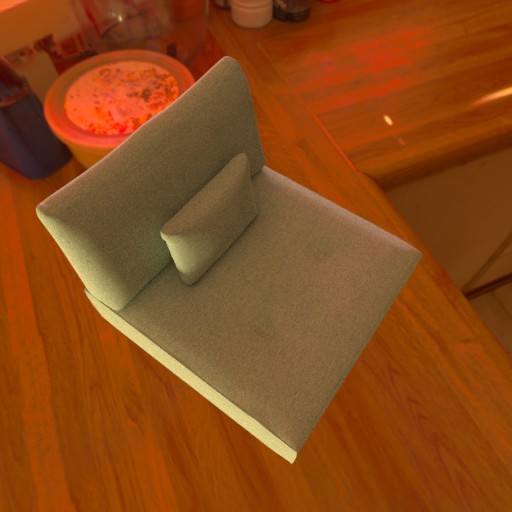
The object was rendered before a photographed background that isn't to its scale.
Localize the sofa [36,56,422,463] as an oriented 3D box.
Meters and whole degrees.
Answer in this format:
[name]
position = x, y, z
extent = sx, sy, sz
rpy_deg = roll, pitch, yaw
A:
[sofa]
position = 0.000, 0.000, 1.653
extent = 1.000, 0.820, 0.930
rpy_deg = 32, 63, 18
